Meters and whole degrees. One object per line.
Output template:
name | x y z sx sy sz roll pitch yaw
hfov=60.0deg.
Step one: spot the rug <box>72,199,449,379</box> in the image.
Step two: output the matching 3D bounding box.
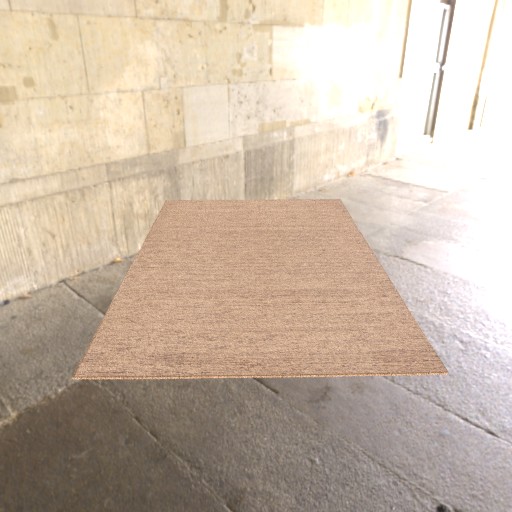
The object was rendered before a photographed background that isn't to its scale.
rug | 0.000 0.000 2.269 1.225 0.013 1.840 0 25 -1
